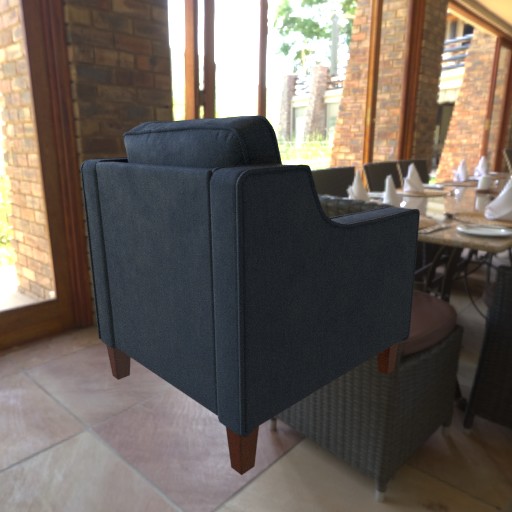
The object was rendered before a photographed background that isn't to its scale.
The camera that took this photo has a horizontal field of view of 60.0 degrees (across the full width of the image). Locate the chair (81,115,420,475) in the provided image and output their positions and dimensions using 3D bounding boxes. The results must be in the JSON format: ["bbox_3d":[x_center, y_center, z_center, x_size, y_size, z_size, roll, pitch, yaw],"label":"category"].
[{"bbox_3d":[0.000,0.000,1.645,0.909,0.960,0.831,-14,20,-42],"label":"chair"}]
